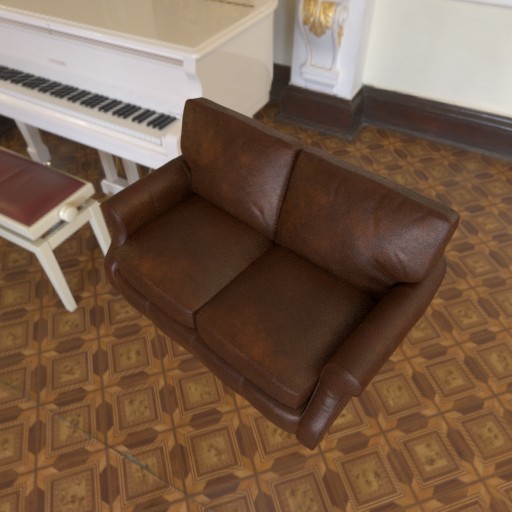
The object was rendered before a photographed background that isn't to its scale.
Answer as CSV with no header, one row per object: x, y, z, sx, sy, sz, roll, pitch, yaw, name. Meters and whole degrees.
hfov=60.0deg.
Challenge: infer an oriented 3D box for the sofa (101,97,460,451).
0.000,0.000,2.221,1.616,0.976,0.990,32,54,27,sofa
